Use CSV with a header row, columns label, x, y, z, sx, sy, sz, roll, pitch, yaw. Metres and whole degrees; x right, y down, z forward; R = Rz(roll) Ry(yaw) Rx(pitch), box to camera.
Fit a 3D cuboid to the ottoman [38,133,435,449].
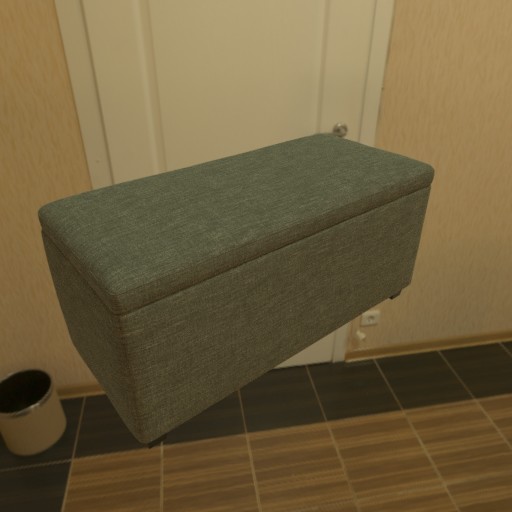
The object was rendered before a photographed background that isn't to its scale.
label,x,y,z,sx,sy,sz,roll,pitch,yaw
ottoman,0.000,0.000,1.133,0.902,0.432,0.419,-23,38,-32
